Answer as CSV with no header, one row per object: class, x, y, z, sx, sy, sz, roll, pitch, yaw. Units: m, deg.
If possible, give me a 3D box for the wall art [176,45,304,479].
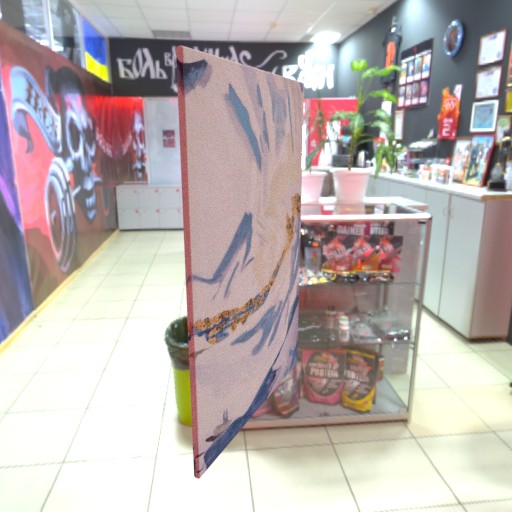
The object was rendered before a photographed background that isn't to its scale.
wall art,0.000,0.000,1.163,0.016,0.914,0.610,7,16,26
